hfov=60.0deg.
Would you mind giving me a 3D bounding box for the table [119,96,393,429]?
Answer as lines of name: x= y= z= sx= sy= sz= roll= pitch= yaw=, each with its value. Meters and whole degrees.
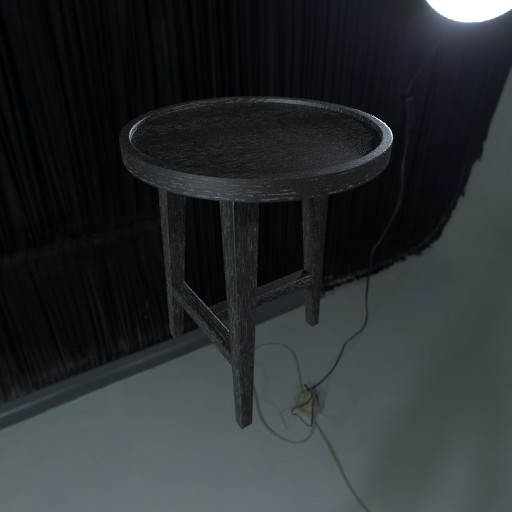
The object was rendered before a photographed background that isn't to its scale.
table: x=0.000 y=0.000 z=0.791 sx=0.399 sy=0.460 sz=0.399 roll=0 pitch=33 yaw=0
